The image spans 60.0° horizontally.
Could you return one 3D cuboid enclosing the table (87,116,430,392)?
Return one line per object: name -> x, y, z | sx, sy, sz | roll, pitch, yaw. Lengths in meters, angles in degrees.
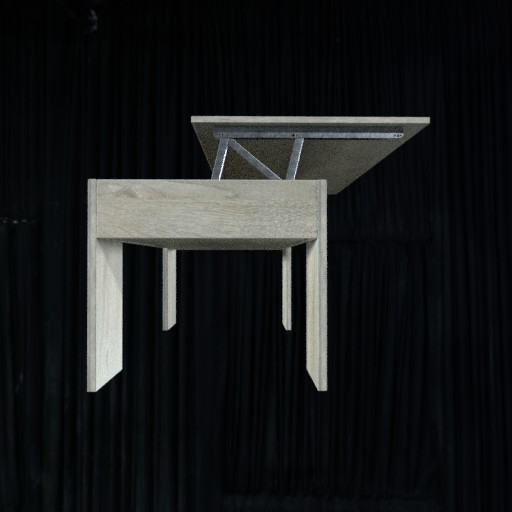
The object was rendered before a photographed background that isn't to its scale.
table -> 0.000, 0.000, 1.415 | 0.711, 0.570, 1.000 | 0, -1, -1
